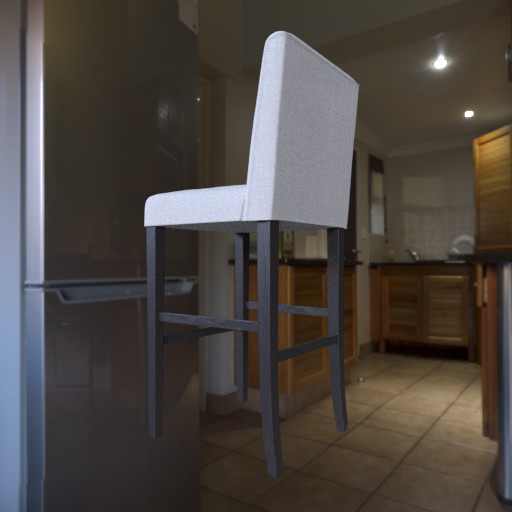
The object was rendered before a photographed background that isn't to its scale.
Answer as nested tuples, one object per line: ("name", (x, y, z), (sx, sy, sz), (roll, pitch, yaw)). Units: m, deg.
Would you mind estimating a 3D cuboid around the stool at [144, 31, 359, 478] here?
("stool", (0.000, 0.000, 1.393), (0.509, 1.116, 0.474), (0, 0, 38))
